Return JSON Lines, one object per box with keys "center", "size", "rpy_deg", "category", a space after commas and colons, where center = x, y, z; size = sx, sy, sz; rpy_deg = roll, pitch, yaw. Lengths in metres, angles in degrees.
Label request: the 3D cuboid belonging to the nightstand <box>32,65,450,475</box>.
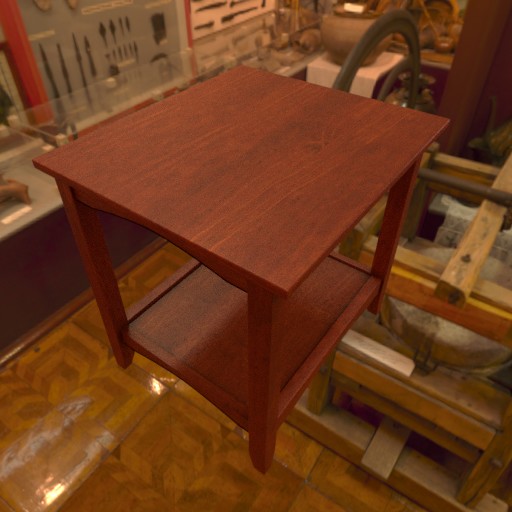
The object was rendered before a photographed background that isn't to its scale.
{"center": [0.000, 0.000, 0.965], "size": [0.501, 0.558, 0.558], "rpy_deg": [26, 48, 26], "category": "nightstand"}
